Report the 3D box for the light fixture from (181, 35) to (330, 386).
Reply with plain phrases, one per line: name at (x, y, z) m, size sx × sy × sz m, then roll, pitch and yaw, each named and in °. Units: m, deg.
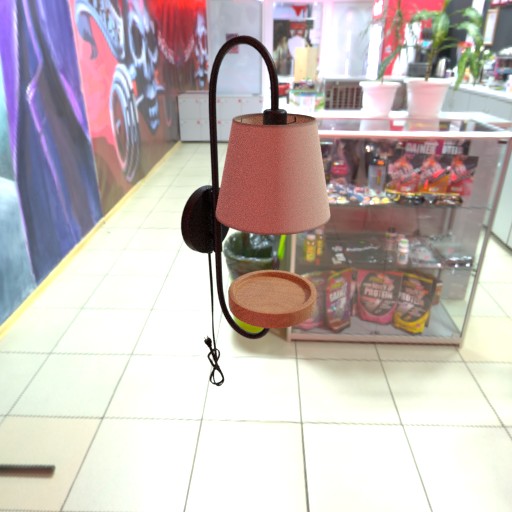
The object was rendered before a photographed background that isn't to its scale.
light fixture at (0.000, 0.000, 0.920) m, size 0.299 × 0.821 × 0.220 m, roll 17°, pitch 30°, yaw 31°
